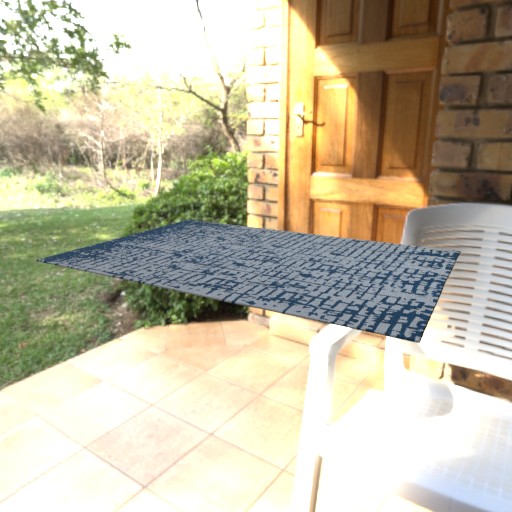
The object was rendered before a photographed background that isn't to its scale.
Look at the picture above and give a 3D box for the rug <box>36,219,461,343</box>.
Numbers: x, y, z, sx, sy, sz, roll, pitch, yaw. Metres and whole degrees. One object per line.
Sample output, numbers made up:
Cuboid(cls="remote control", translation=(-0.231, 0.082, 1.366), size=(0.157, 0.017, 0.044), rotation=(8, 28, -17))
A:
Cuboid(cls="rug", translation=(0.000, 0.000, 2.288), size=(1.828, 0.007, 1.220), rotation=(9, 18, 28))
